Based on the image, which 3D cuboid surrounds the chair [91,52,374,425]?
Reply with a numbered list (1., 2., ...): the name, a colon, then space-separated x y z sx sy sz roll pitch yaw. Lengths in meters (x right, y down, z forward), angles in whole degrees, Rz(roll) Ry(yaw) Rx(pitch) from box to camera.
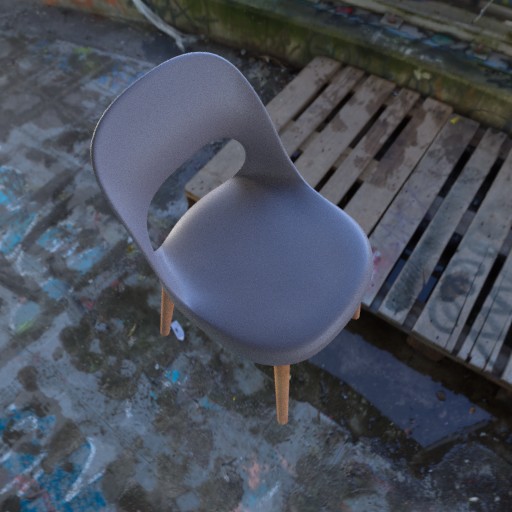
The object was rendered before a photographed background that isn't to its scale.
1. chair: 0.000 0.000 1.113 0.556 0.795 0.470 33 64 18
